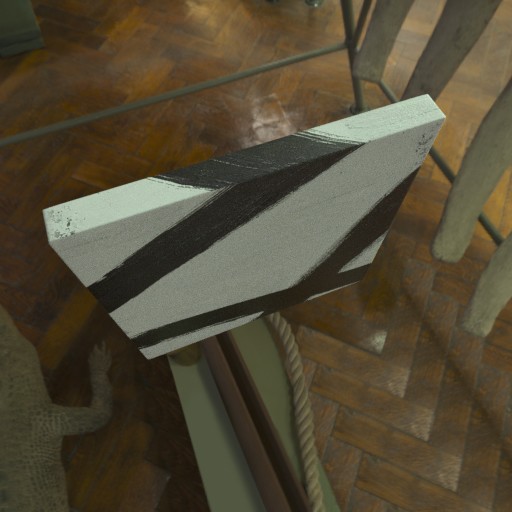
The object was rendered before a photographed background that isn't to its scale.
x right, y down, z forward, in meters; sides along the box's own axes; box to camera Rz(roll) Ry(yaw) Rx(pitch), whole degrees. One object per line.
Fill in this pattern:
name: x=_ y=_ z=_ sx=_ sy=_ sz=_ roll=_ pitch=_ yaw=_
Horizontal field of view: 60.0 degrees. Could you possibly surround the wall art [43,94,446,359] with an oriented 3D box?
wall art: x=0.000 y=0.000 z=0.760 sx=0.507 sy=0.508 sz=0.050 roll=-19 pitch=64 yaw=-10
